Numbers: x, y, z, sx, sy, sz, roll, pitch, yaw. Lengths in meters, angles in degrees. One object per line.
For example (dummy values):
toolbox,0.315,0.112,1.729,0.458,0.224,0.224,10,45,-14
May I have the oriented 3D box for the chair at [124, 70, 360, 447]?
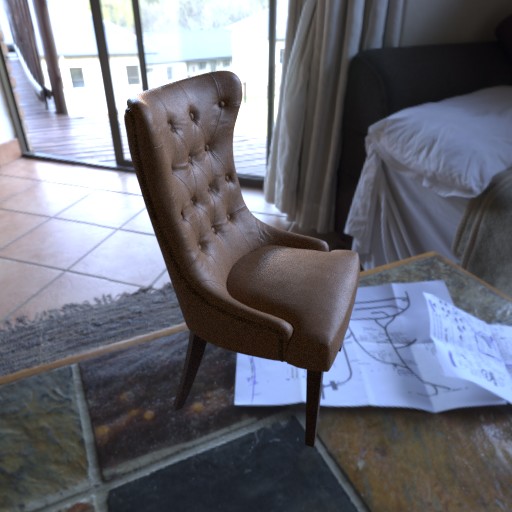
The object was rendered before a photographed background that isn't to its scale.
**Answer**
chair,0.000,0.000,1.473,0.669,1.065,0.611,10,32,17
